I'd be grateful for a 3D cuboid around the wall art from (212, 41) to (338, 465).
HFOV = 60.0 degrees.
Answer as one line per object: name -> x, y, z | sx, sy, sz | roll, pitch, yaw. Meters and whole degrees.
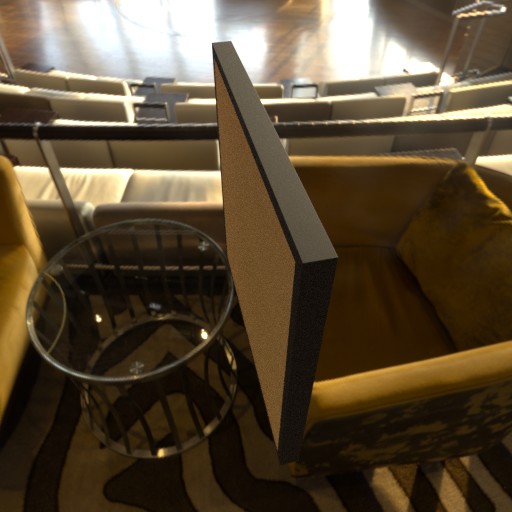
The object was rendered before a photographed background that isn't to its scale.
wall art -> 0.000, 0.000, 0.745 | 0.033, 0.507, 0.508 | -9, 47, -9
